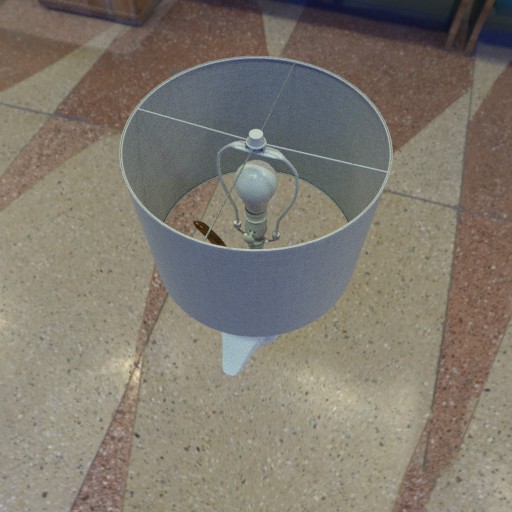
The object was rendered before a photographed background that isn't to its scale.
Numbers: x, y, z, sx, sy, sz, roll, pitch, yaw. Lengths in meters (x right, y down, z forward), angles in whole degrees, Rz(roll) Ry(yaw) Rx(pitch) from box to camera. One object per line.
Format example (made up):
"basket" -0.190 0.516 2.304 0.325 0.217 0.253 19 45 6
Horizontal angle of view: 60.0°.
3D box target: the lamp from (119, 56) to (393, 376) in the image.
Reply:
"lamp" 0.000 0.000 0.699 0.298 0.503 0.298 17 59 10
